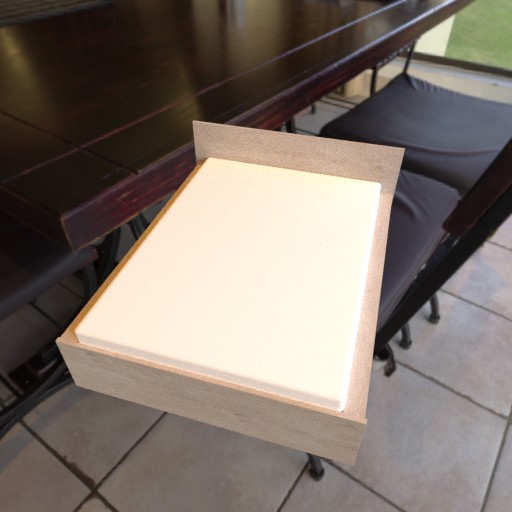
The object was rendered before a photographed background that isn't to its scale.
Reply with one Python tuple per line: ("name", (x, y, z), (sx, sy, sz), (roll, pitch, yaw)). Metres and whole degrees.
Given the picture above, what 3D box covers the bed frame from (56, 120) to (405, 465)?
("bed frame", (0.000, 0.000, 2.884), (1.622, 0.800, 1.960), (11, 42, 13))
